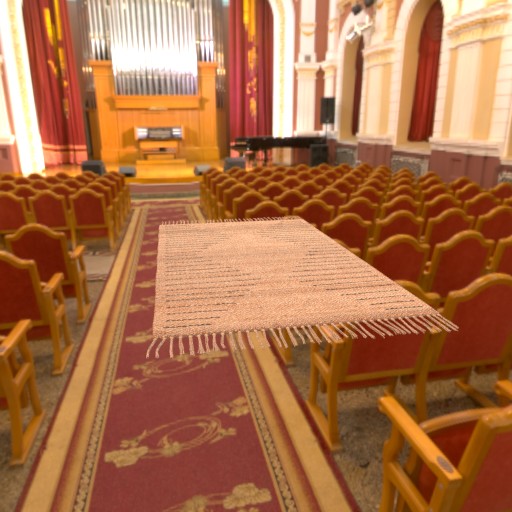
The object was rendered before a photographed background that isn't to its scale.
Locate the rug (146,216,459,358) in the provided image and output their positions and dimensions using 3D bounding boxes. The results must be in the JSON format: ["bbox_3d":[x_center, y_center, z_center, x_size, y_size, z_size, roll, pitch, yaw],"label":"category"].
[{"bbox_3d":[0.000,0.000,2.014,0.905,0.017,1.718,-3,17,-11],"label":"rug"}]
